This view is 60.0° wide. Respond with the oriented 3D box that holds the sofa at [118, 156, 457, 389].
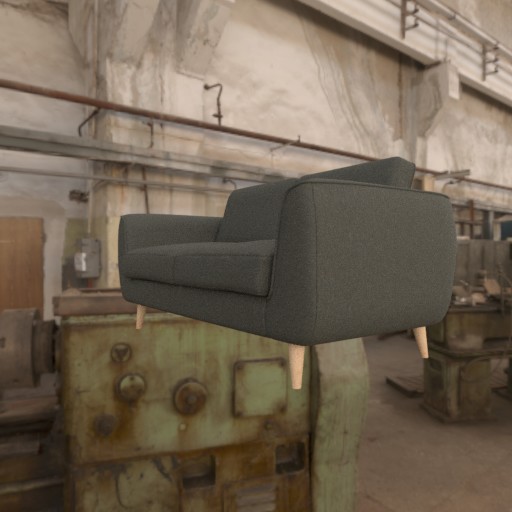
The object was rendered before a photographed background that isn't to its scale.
[{"bbox_3d":[0.000,0.000,2.215,0.920,0.850,1.700,0,1,-36],"label":"sofa"}]
